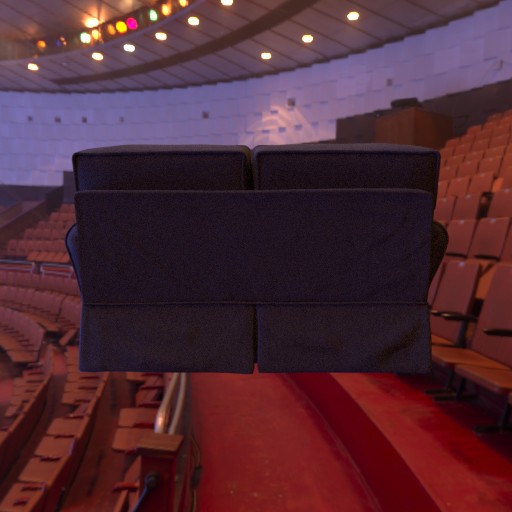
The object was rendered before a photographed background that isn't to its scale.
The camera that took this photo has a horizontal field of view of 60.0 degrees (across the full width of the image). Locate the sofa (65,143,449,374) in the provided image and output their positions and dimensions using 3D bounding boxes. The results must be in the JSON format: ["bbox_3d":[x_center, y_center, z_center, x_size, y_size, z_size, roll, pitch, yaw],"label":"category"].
[{"bbox_3d":[0.000,0.000,2.396,1.801,1.059,0.997,0,1,1],"label":"sofa"}]
